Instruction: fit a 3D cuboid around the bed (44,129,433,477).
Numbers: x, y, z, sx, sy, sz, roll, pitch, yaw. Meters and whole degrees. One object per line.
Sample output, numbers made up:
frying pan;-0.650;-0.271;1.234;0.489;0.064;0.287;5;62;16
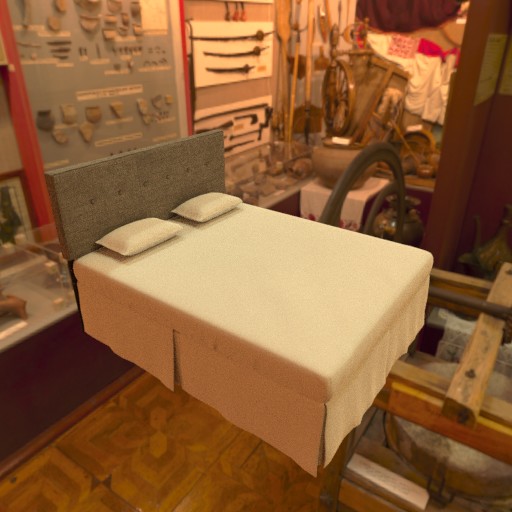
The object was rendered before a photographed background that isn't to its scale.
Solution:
bed;0.000;0.000;2.936;1.958;1.168;1.621;18;32;32
